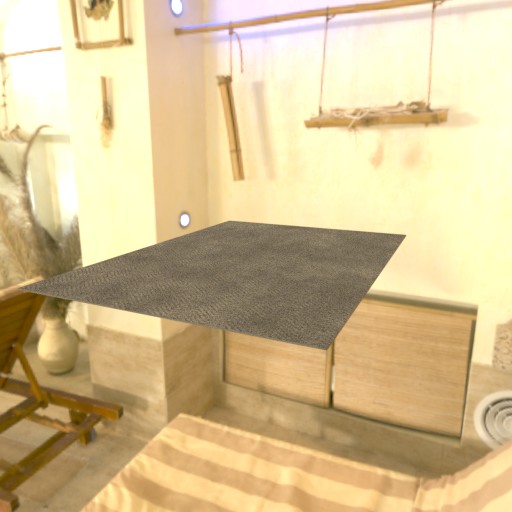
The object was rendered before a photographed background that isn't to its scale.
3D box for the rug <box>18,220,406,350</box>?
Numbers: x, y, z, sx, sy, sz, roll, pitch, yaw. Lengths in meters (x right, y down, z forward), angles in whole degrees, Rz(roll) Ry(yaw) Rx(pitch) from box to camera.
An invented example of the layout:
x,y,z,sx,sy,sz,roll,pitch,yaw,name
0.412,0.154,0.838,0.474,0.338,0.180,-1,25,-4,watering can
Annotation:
x,y,z,sx,sy,sz,roll,pitch,yaw,name
0.000,0.000,2.875,1.600,0.008,2.235,7,16,24,rug
